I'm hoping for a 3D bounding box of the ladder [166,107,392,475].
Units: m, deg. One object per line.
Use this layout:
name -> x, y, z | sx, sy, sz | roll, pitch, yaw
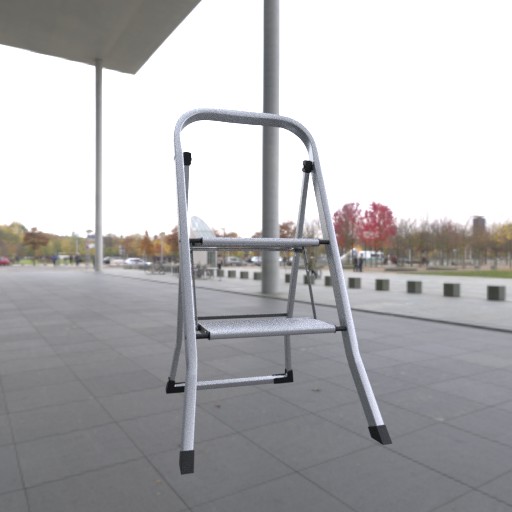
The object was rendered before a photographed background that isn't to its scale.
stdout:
ladder -> 0.000, 0.000, 1.161 | 0.465, 0.830, 0.530 | 0, 0, -18
